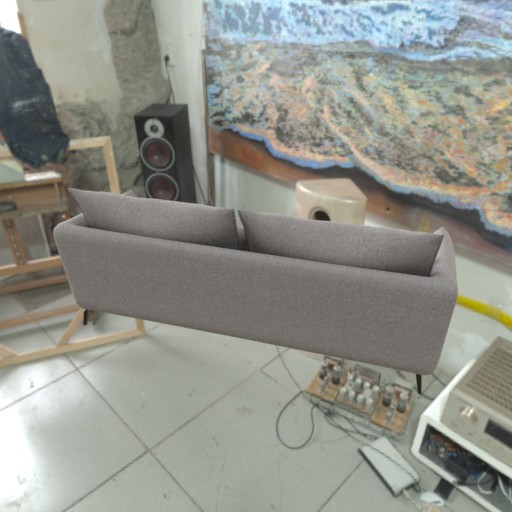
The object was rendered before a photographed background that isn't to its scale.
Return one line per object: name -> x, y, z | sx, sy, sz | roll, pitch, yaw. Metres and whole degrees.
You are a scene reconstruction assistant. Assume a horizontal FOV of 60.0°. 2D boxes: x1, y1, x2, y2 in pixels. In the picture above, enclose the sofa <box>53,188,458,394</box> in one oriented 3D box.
sofa -> 0.000, 0.000, 2.391 | 2.022, 0.833, 0.809 | 8, 32, 14
